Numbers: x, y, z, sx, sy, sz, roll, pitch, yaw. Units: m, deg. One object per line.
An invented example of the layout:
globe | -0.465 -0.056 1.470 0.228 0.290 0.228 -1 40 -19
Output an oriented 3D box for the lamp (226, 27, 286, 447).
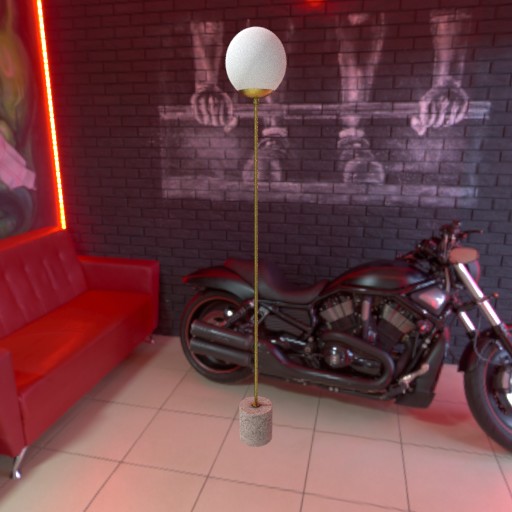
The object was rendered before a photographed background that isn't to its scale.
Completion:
lamp | 0.000 0.000 1.862 0.229 1.748 0.229 -14 20 -43
